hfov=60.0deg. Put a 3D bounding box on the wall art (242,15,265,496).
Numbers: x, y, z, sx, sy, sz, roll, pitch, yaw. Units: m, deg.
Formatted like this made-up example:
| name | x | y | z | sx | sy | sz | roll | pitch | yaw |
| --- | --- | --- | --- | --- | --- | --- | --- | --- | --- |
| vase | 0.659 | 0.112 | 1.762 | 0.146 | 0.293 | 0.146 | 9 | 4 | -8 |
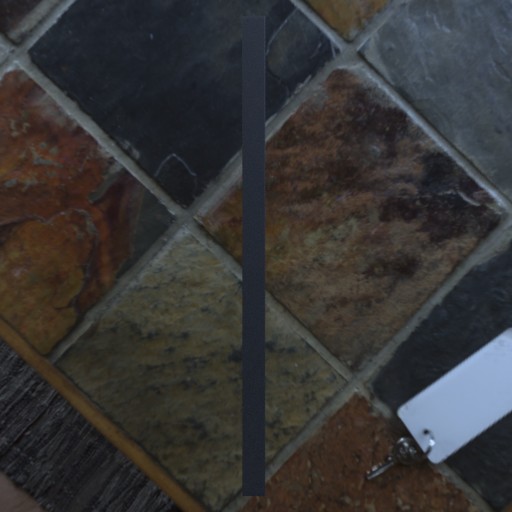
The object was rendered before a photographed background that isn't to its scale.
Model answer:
| name | x | y | z | sx | sy | sz | roll | pitch | yaw |
| --- | --- | --- | --- | --- | --- | --- | --- | --- | --- |
| wall art | 0.000 | 0.000 | 0.559 | 0.021 | 0.301 | 0.443 | 0 | 90 | 1 |
